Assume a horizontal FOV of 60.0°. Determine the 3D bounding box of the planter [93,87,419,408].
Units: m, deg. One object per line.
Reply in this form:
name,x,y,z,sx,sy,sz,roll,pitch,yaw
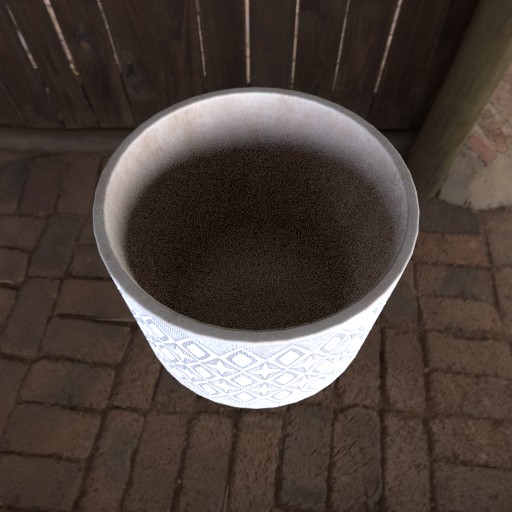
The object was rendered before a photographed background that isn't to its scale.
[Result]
planter,0.000,0.000,0.280,0.164,0.127,0.164,0,58,0
